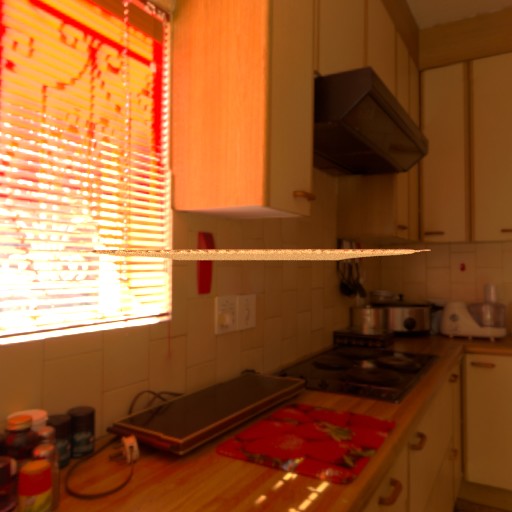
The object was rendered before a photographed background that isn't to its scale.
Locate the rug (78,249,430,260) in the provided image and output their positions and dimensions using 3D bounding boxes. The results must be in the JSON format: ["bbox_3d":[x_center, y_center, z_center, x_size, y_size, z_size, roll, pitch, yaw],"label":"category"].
[{"bbox_3d":[0.000,0.000,3.348,1.664,0.029,2.615,0,-1,1],"label":"rug"}]
